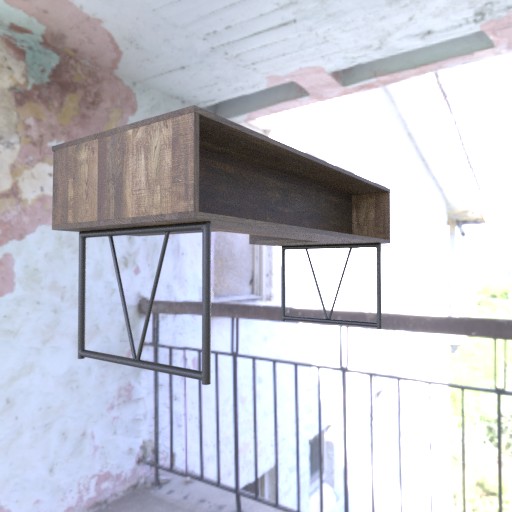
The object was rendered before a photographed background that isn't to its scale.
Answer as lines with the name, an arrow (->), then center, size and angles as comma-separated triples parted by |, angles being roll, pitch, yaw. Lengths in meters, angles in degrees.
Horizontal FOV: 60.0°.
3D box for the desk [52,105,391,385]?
desk -> 0.000, 0.000, 2.061 | 0.730, 0.780, 1.600 | -1, -2, 36
